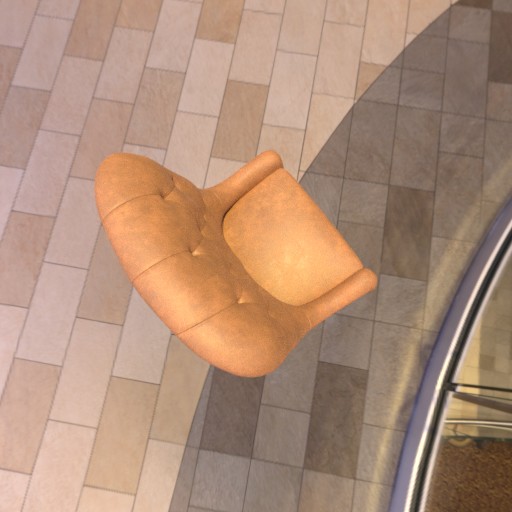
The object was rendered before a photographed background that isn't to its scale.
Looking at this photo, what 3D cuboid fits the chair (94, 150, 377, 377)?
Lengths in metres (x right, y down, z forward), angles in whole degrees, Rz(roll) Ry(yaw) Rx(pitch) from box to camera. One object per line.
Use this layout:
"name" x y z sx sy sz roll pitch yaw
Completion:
"chair" 0.000 0.000 1.457 0.629 1.091 0.634 -35 79 -8
